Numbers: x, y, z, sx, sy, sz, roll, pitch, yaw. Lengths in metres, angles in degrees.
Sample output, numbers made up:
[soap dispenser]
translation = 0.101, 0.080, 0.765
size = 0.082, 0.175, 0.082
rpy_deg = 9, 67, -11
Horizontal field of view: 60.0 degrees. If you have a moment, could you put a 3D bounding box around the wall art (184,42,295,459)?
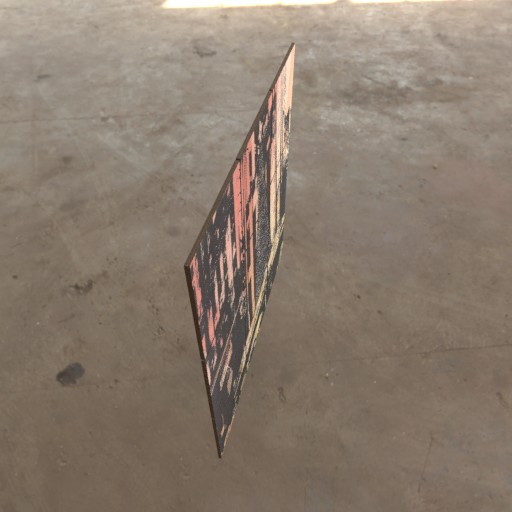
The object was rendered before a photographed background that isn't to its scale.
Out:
[wall art]
translation = 0.000, 0.000, 1.801
size = 0.013, 1.216, 1.216
rpy_deg = 11, 48, 10
